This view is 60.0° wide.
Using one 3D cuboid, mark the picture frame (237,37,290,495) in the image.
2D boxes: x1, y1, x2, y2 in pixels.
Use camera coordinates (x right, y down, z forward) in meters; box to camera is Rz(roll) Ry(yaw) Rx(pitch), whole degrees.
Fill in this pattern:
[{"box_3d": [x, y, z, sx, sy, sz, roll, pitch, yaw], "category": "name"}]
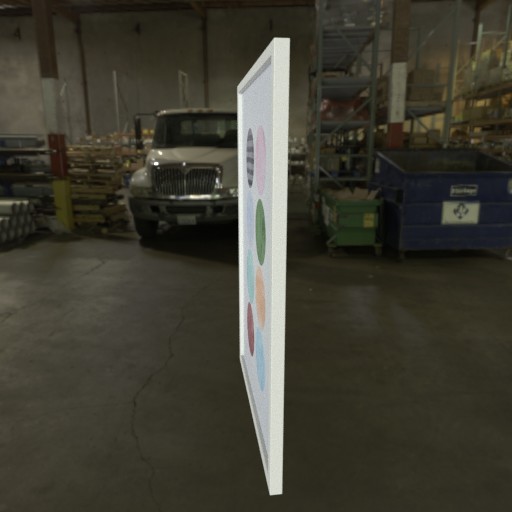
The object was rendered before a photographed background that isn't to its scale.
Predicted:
[{"box_3d": [0.000, 0.000, 0.553, 0.013, 0.434, 0.305, -2, 14, -8], "category": "picture frame"}]
